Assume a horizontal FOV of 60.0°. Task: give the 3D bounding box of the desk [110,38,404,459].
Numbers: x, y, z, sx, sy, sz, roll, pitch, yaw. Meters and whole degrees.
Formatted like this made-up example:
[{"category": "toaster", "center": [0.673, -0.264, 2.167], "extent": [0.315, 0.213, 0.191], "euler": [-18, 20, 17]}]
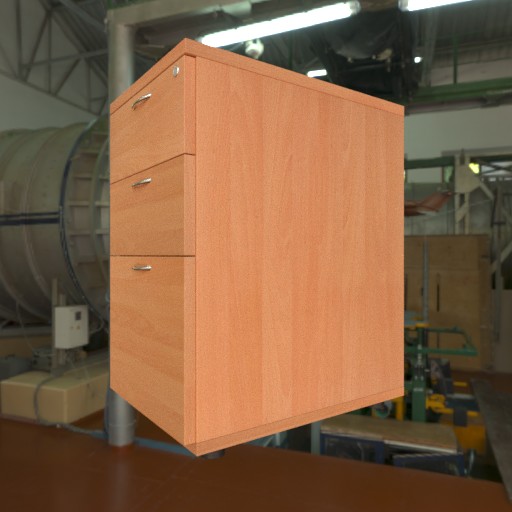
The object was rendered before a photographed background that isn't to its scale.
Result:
[{"category": "desk", "center": [0.000, 0.000, 1.072], "extent": [0.600, 0.730, 0.404], "euler": [0, 0, -35]}]
